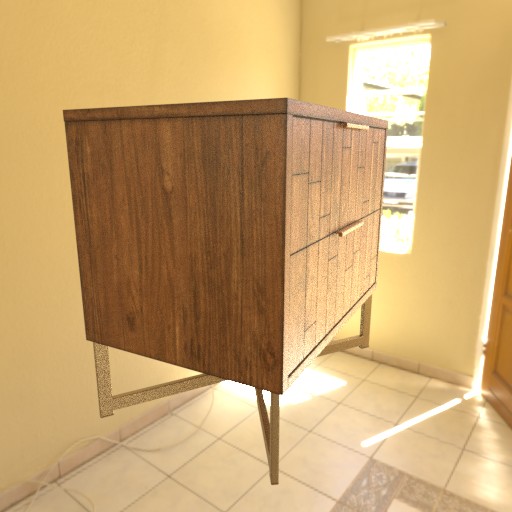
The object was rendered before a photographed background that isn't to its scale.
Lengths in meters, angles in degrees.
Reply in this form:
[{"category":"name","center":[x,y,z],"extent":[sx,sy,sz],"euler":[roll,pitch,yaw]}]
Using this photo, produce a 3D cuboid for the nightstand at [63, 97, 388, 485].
[{"category":"nightstand","center":[0.000,0.000,1.010],"extent":[0.446,0.610,0.610],"euler":[7,16,27]}]
